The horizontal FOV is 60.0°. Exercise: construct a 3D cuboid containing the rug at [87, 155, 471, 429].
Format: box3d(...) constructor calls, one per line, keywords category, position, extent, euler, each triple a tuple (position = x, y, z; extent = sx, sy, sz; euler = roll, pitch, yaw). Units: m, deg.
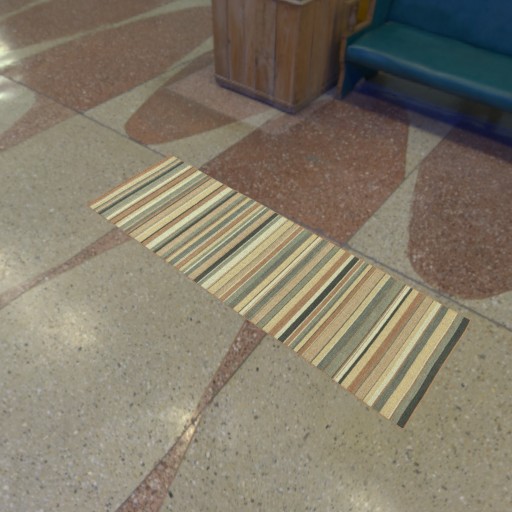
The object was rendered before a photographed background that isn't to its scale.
box3d(category="rug", position=(0.000, 0.000, 2.771), extent=(2.444, 0.010, 0.799), euler=(32, 55, 26))
